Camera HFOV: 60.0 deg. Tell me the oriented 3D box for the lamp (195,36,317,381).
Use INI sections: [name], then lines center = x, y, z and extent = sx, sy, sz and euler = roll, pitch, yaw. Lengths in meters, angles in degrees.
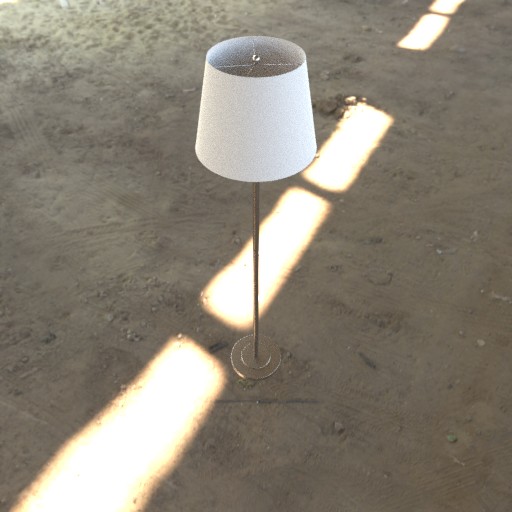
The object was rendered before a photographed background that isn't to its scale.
[lamp]
center = 0.000, 0.000, 1.652
extent = 0.355, 1.473, 0.355
euler = 0, 47, 0
